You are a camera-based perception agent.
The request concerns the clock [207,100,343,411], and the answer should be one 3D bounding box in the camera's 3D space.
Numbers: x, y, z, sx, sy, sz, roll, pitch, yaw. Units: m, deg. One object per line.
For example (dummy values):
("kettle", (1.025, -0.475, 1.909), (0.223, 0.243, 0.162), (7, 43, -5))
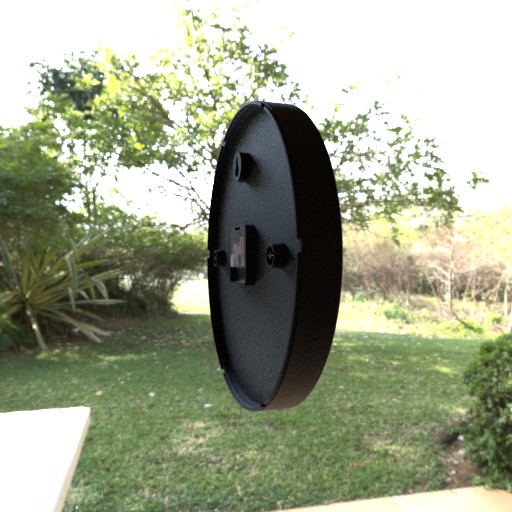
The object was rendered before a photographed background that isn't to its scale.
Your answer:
("clock", (0.000, 0.000, 0.444), (0.040, 0.293, 0.293), (0, -1, -18))
